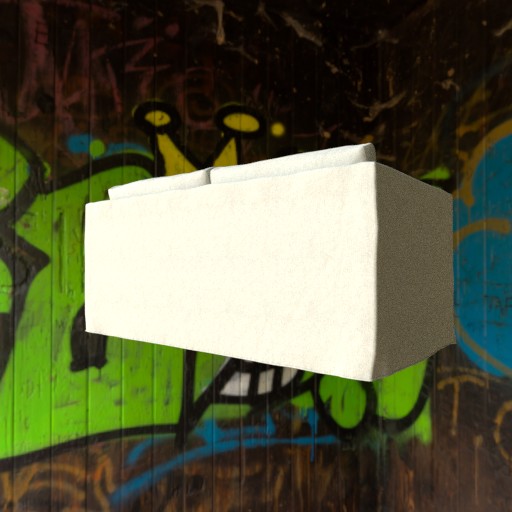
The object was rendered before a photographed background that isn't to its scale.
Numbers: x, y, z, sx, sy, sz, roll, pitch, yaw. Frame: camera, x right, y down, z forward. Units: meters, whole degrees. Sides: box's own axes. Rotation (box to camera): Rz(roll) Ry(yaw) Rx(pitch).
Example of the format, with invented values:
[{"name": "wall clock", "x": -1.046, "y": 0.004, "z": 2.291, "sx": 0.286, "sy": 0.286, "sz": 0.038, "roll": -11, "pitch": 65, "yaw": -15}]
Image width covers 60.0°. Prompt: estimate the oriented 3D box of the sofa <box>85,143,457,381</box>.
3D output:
[{"name": "sofa", "x": 0.000, "y": 0.000, "z": 2.284, "sx": 1.727, "sy": 0.830, "sz": 0.944, "roll": -1, "pitch": -1, "yaw": 38}]
